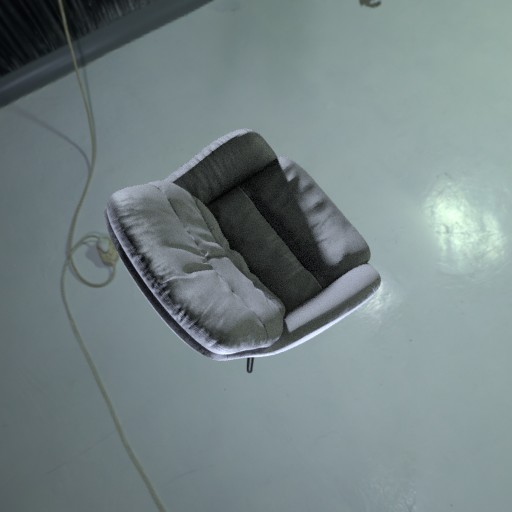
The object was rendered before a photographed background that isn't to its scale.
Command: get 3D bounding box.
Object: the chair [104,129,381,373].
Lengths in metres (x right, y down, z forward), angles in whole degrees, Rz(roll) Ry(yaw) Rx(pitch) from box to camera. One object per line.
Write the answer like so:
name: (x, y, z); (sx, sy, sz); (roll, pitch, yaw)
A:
chair: (0.000, 0.000, 1.282); (0.569, 0.888, 0.579); (-37, 78, -9)
